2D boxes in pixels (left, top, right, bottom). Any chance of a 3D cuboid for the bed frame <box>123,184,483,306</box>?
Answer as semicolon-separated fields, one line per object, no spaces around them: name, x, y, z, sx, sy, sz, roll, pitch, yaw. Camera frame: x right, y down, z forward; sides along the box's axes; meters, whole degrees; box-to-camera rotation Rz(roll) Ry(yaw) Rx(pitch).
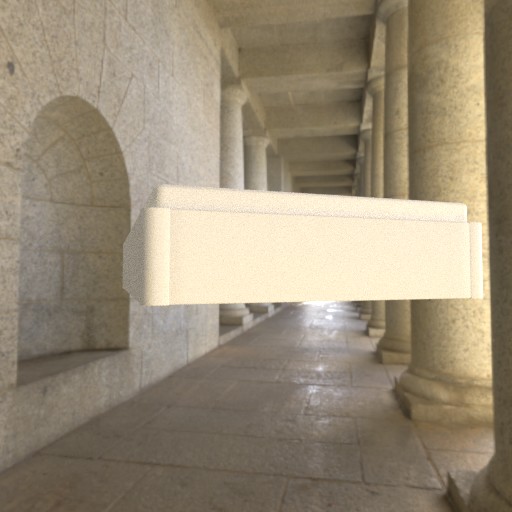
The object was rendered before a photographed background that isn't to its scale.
bed frame;0.000;0.000;2.532;1.400;0.406;1.900;1;-2;-18
